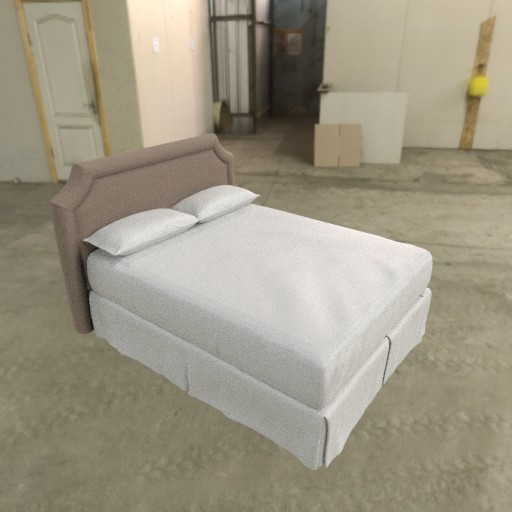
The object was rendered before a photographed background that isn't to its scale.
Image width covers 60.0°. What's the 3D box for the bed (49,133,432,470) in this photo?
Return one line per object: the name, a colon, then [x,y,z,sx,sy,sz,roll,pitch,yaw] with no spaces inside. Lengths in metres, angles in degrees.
bed: [0.000,0.000,3.210,2.164,1.303,1.828,19,32,33]
